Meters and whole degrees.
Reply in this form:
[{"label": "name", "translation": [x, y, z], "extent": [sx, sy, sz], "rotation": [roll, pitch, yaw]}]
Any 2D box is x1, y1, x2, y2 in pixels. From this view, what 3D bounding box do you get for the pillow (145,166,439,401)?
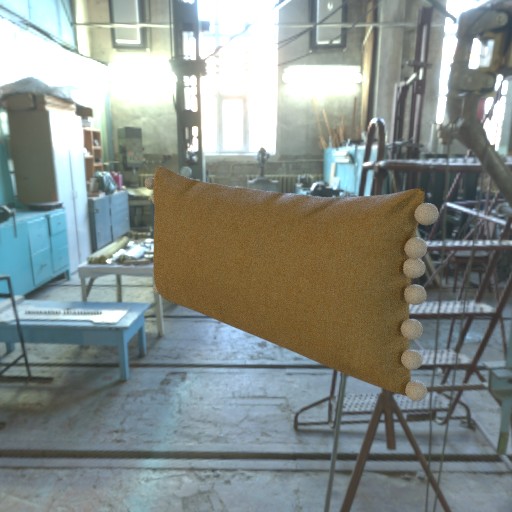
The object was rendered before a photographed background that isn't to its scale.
[{"label": "pillow", "translation": [0.000, 0.000, 0.846], "extent": [0.201, 0.322, 0.709], "rotation": [-13, 18, -43]}]
